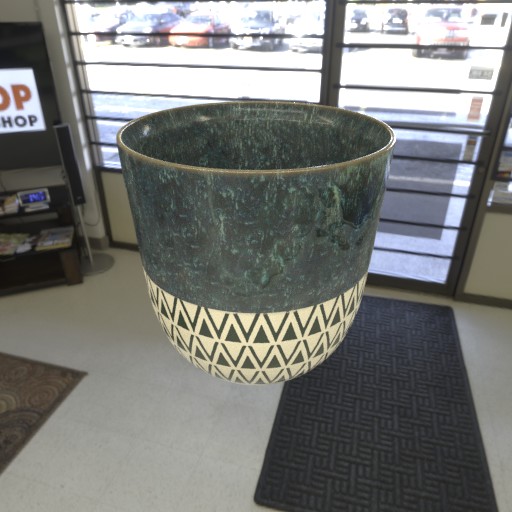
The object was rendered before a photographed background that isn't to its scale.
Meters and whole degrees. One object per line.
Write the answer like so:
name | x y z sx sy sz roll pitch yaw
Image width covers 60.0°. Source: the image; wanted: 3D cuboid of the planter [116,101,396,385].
planter | 0.000 0.000 0.372 0.195 0.214 0.195 0 30 0
